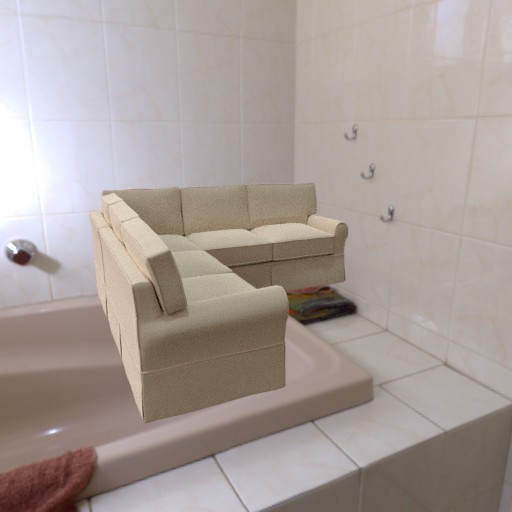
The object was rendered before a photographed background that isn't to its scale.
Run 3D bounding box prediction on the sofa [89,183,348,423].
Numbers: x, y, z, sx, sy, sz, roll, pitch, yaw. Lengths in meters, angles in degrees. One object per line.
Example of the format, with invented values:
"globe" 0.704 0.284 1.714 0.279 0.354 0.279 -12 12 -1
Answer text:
"sofa" 0.000 0.000 4.015 2.597 1.070 2.591 -7 17 -24
